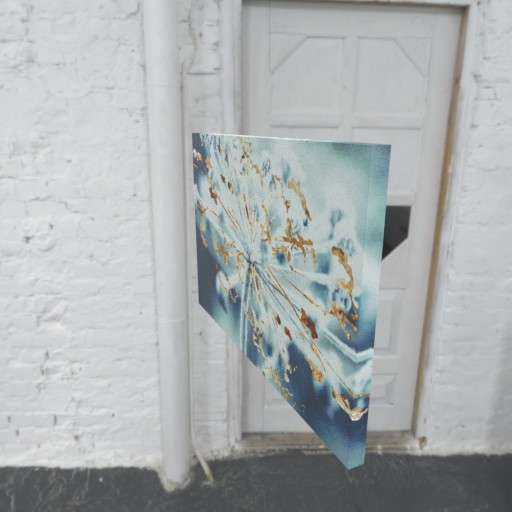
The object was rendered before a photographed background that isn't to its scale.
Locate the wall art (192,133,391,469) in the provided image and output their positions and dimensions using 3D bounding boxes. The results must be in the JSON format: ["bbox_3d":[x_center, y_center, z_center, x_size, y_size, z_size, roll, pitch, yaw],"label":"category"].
[{"bbox_3d":[0.000,0.000,1.170,0.038,0.608,0.912,-8,18,-24],"label":"wall art"}]
